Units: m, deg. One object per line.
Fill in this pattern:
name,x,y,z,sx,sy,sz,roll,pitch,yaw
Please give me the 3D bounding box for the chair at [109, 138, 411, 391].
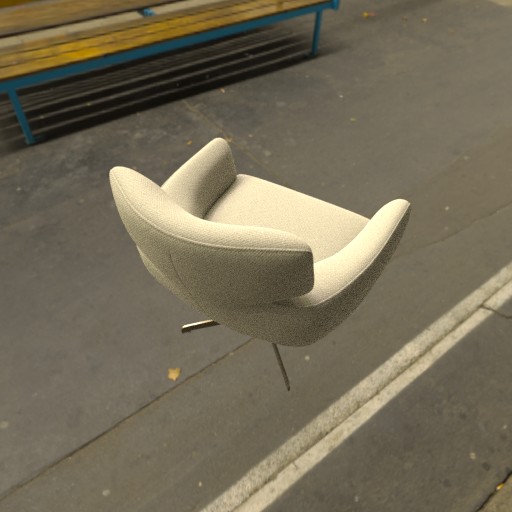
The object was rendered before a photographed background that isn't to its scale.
chair,0.000,0.000,1.422,0.760,0.810,0.730,24,51,21
